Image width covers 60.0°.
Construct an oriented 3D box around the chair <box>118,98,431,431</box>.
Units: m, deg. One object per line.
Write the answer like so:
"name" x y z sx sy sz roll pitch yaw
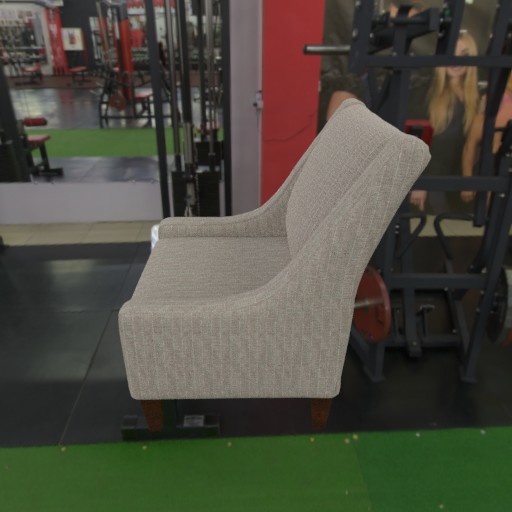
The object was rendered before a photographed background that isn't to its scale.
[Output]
"chair" 0.000 0.000 1.635 0.870 1.014 0.774 0 27 -1
